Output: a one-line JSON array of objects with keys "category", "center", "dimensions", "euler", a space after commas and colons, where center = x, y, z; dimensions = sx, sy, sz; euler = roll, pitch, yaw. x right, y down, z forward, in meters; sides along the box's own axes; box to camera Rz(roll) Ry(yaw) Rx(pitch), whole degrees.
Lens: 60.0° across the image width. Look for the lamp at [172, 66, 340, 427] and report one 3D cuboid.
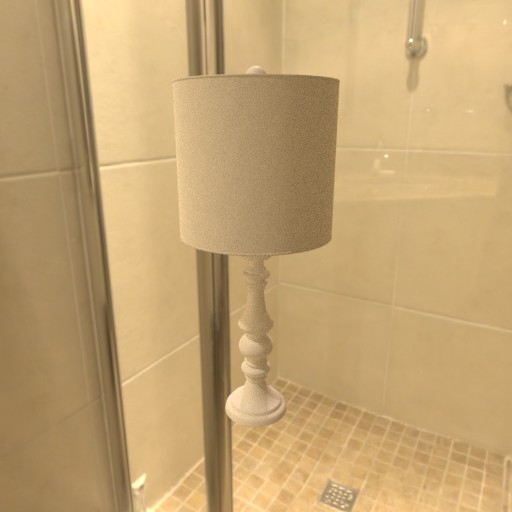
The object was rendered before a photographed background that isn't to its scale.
[{"category": "lamp", "center": [0.000, 0.000, 0.753], "dimensions": [0.250, 0.597, 0.250], "euler": [-2, 17, -6]}]
